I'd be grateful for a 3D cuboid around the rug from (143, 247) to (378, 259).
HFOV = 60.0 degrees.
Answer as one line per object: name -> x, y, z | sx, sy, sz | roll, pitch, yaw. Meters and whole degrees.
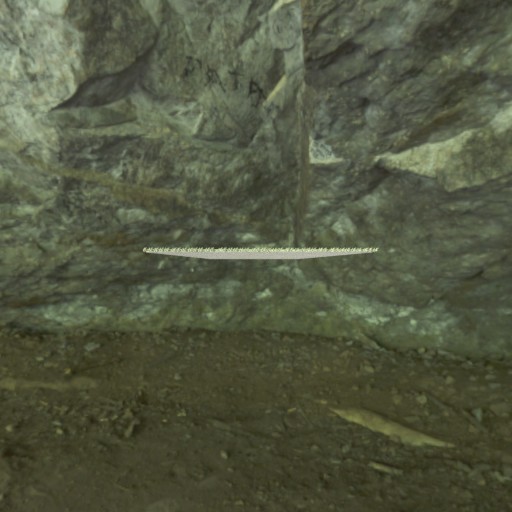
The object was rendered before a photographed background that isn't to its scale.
rug -> 0.000, 0.000, 2.760 | 0.795, 0.015, 2.544 | 0, -1, -1
